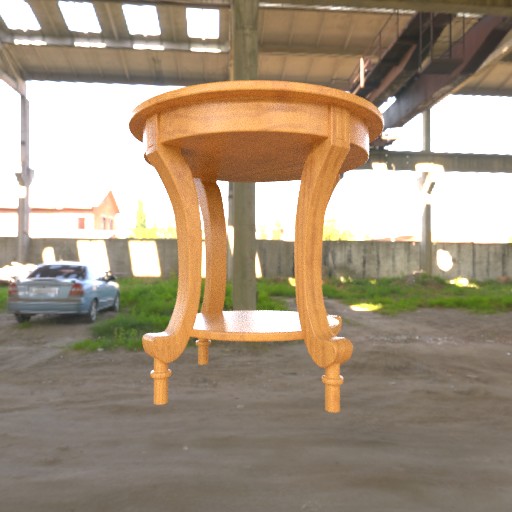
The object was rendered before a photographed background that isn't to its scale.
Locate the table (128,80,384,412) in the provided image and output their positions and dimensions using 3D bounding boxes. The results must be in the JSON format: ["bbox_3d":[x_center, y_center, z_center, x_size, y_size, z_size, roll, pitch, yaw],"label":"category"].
[{"bbox_3d":[0.000,0.000,1.073,0.597,0.612,0.597,0,-1,0],"label":"table"}]
